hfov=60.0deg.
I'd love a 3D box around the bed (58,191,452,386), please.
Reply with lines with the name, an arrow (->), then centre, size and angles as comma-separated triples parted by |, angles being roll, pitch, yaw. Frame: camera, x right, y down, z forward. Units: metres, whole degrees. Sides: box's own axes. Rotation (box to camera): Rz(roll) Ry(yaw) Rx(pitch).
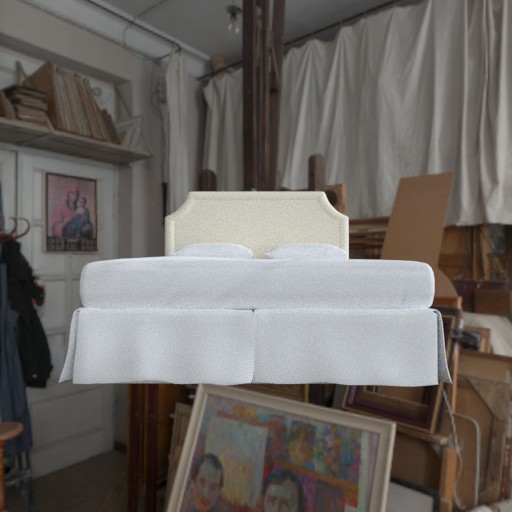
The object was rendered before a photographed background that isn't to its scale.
bed -> 0.000, 0.000, 3.984 | 2.350, 1.590, 2.773 | 0, -1, 0
